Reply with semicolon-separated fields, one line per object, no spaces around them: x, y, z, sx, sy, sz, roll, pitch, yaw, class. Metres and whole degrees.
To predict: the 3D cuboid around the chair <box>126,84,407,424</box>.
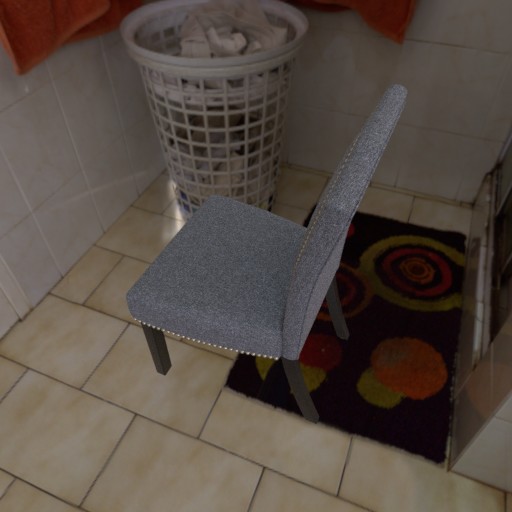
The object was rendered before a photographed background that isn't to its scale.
0.000;0.000;1.270;0.589;0.946;0.518;18;49;17;chair
